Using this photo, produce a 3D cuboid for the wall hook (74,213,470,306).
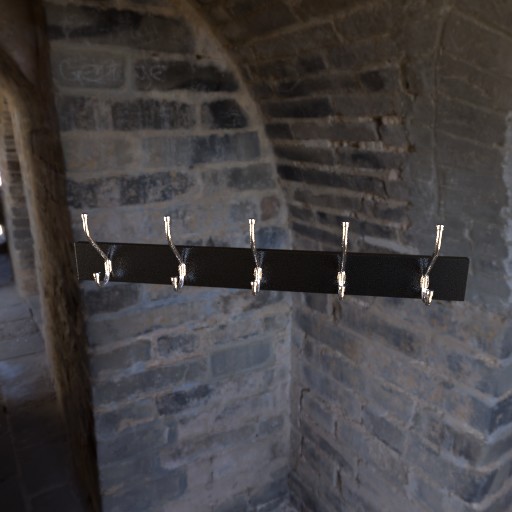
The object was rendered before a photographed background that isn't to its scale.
[{"bbox_3d":[0.000,0.000,0.615,0.571,0.117,0.071,3,16,9],"label":"wall hook"}]
